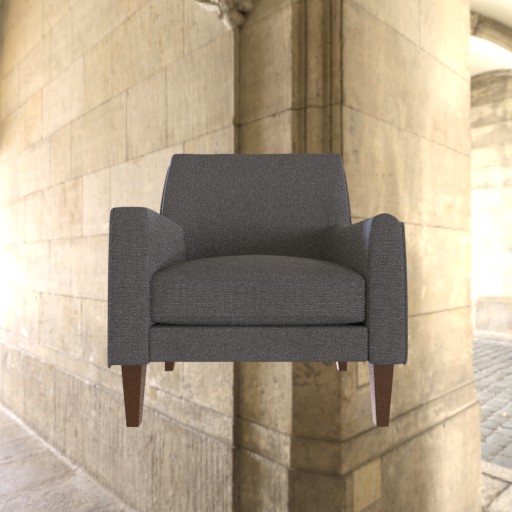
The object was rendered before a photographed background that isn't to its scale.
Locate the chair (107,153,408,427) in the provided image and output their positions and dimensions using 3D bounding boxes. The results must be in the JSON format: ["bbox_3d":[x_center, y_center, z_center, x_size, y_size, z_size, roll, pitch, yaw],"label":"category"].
[{"bbox_3d":[0.000,0.000,1.576,0.780,0.919,0.899,0,-1,0],"label":"chair"}]
